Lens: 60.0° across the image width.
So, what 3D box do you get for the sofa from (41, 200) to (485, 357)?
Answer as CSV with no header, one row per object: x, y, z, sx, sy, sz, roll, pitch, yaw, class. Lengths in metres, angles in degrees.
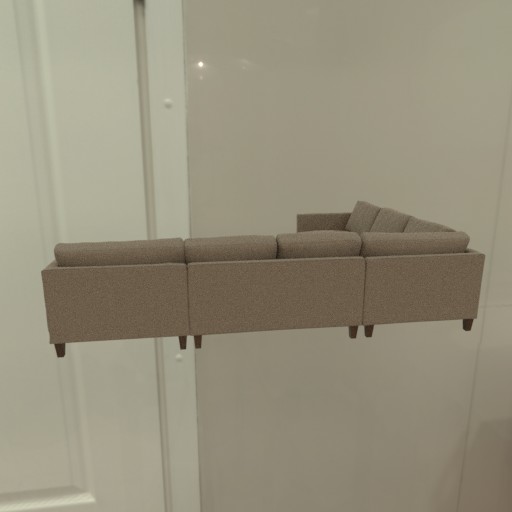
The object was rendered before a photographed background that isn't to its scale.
0.000,0.000,4.572,3.438,0.865,2.424,-2,14,-8,sofa
